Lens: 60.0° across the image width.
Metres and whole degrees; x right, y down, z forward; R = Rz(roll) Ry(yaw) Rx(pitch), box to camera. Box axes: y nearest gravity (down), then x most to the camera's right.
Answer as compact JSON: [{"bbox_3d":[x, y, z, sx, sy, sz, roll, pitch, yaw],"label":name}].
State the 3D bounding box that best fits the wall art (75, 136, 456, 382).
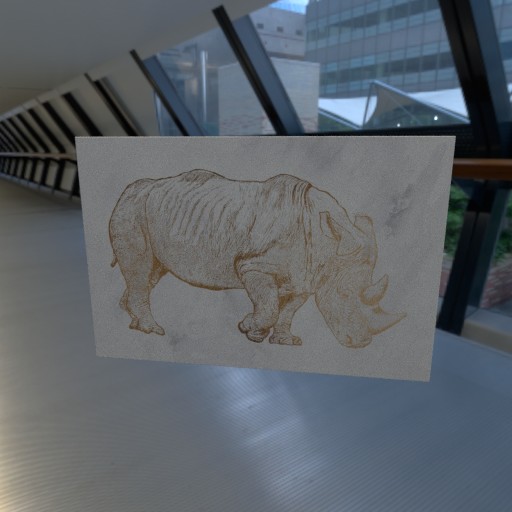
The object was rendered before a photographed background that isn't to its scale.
[{"bbox_3d":[0.000,0.000,0.489,0.381,0.254,0.038,2,14,9],"label":"wall art"}]
